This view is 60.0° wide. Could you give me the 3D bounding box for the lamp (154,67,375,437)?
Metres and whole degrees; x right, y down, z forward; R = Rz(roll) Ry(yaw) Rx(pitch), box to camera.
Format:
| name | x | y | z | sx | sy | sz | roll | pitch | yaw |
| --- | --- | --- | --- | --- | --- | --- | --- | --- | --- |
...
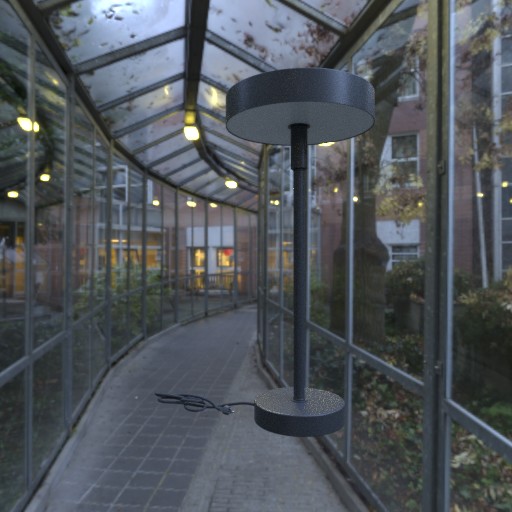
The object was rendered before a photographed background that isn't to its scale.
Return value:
| name | x | y | z | sx | sy | sz | roll | pitch | yaw |
| --- | --- | --- | --- | --- | --- | --- | --- | --- | --- |
| lamp | 0.000 | 0.000 | 0.712 | 0.369 | 0.508 | 0.229 | 0 | 0 | 17 |
